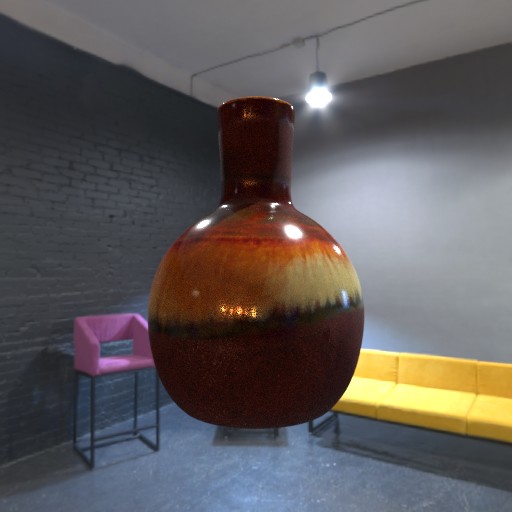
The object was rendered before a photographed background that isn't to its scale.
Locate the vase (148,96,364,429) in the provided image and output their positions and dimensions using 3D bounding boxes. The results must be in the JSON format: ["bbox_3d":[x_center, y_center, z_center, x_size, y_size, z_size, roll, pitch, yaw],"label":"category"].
[{"bbox_3d":[0.000,0.000,0.234,0.111,0.154,0.111,0,-1,0],"label":"vase"}]
